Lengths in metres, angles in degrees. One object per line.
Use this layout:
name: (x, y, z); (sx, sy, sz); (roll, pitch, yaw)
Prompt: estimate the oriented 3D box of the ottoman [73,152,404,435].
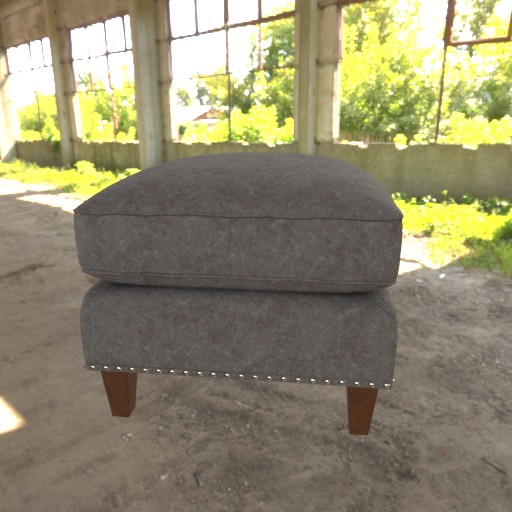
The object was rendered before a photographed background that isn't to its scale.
ottoman: (0.000, 0.000, 1.130); (0.584, 0.513, 0.741); (2, 16, 6)
